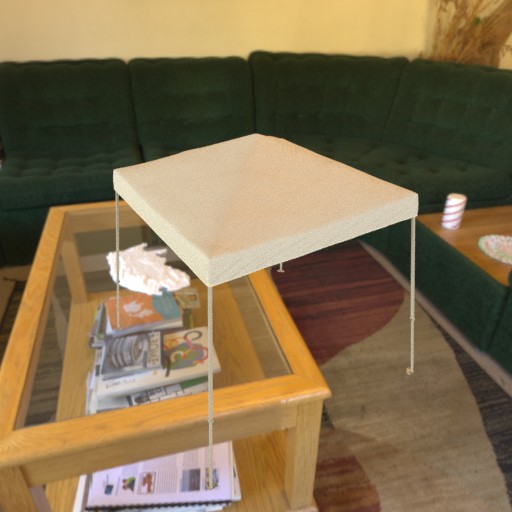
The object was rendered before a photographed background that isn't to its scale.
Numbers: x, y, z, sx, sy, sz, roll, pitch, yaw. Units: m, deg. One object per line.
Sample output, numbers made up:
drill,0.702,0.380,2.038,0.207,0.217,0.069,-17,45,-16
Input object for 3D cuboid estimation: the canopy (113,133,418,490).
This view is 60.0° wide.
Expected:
canopy,0.000,0.000,6.535,3.600,3.600,3.599,-18,35,-28
